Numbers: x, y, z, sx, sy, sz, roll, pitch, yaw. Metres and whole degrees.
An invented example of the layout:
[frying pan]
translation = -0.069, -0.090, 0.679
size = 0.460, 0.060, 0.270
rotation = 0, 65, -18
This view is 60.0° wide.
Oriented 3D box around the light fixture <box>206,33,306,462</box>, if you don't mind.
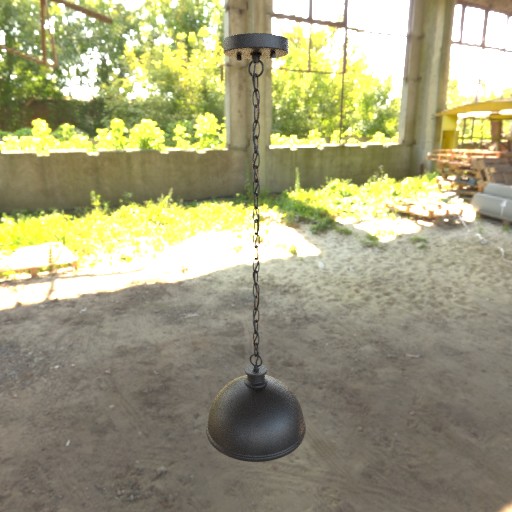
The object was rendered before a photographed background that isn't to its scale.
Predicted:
[light fixture]
translation = 0.000, 0.000, 1.223
size = 0.304, 1.090, 0.304
rotation = 7, 16, 25
